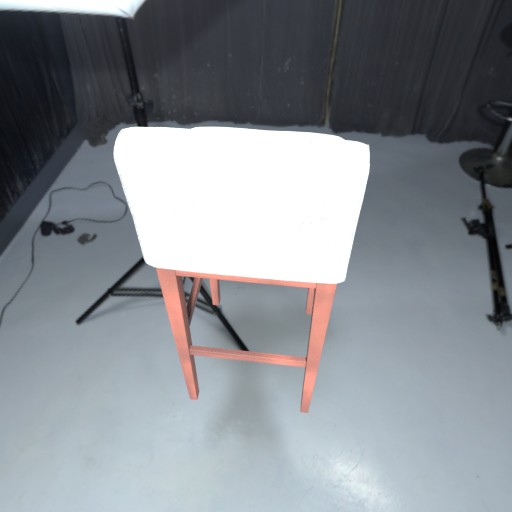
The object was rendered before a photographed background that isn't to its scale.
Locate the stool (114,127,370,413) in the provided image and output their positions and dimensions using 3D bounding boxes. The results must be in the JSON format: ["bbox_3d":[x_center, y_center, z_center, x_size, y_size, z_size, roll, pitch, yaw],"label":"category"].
[{"bbox_3d":[0.000,0.000,1.210,0.426,0.965,0.499,5,46,5],"label":"stool"}]
